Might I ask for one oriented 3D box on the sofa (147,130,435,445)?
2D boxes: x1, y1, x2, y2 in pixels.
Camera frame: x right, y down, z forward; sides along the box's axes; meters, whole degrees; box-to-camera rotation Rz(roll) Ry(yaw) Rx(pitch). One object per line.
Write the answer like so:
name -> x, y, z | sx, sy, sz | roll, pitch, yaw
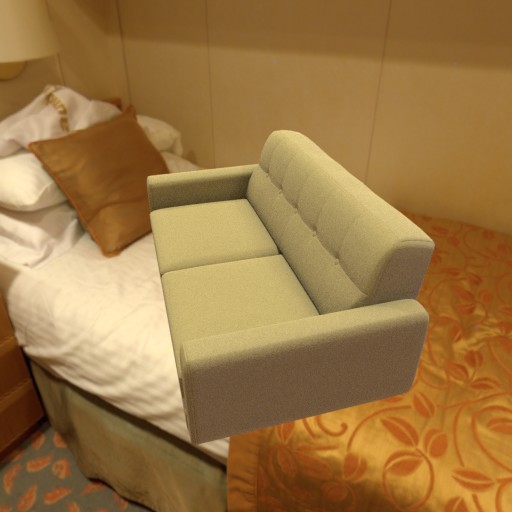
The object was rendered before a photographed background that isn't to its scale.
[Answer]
sofa -> 0.000, 0.000, 2.283 | 0.980, 0.892, 1.655 | -9, 33, -13
